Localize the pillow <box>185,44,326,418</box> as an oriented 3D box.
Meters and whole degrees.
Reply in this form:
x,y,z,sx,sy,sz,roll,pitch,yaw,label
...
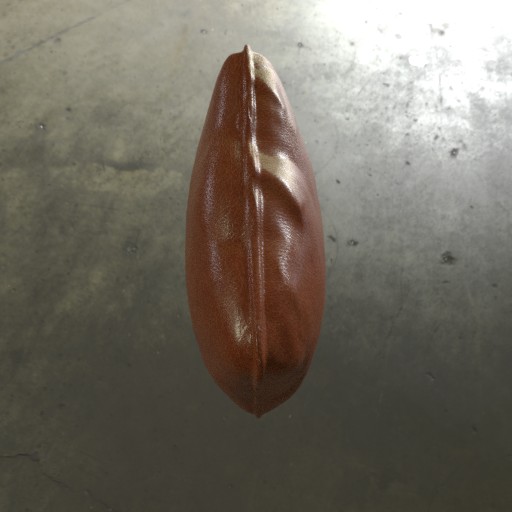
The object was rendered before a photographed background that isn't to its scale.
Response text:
x,y,z,sx,sy,sz,roll,pitch,yaw,label
0.000,0.000,0.811,0.236,0.523,0.532,-2,64,-1,pillow
